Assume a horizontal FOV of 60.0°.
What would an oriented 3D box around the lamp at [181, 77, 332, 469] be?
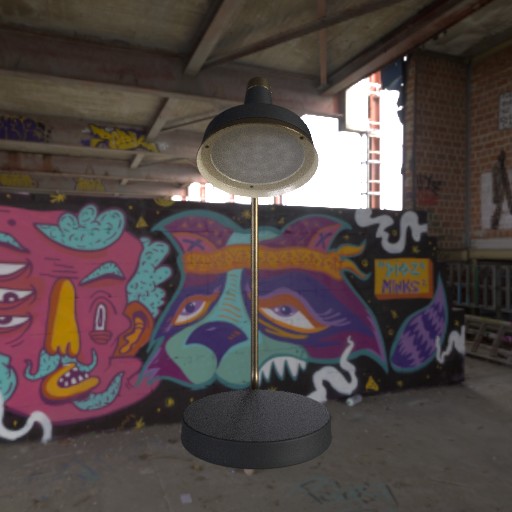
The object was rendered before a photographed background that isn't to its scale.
[{"bbox_3d":[0.000,0.000,0.495,0.162,0.385,0.218,0,0,-1],"label":"lamp"}]
